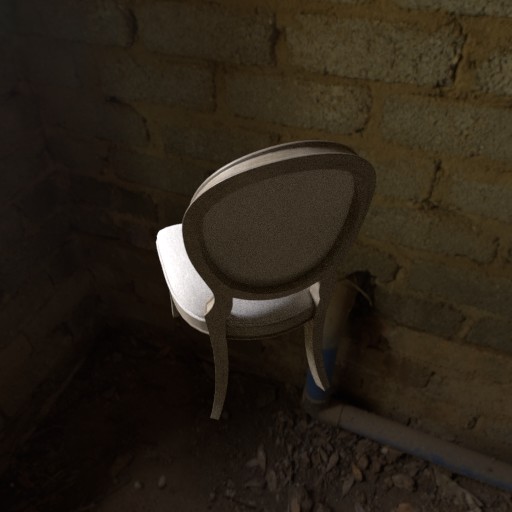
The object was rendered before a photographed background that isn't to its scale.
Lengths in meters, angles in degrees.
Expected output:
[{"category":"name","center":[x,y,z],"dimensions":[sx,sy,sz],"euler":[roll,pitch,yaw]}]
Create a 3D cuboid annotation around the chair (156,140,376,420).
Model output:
[{"category":"chair","center":[0.000,0.000,1.325],"dimensions":[0.558,0.990,0.602],"euler":[-11,42,-12]}]
